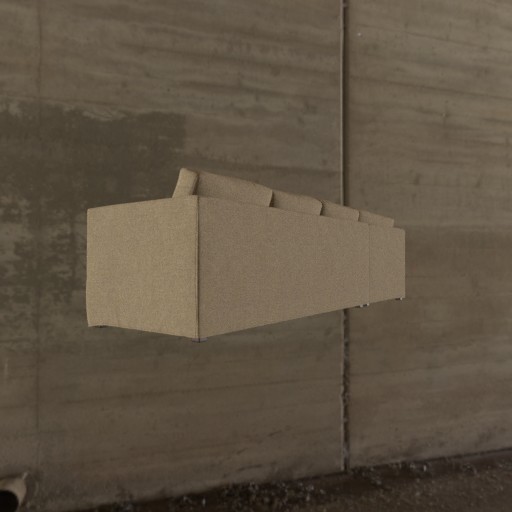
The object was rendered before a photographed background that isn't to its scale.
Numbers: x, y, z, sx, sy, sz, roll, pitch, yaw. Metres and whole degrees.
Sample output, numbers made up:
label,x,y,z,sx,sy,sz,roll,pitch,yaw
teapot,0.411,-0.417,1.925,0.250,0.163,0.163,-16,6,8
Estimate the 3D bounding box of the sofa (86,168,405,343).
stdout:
label,x,y,z,sx,sy,sz,roll,pitch,yaw
sofa,0.000,0.000,3.896,1.638,0.920,3.198,0,-1,36
